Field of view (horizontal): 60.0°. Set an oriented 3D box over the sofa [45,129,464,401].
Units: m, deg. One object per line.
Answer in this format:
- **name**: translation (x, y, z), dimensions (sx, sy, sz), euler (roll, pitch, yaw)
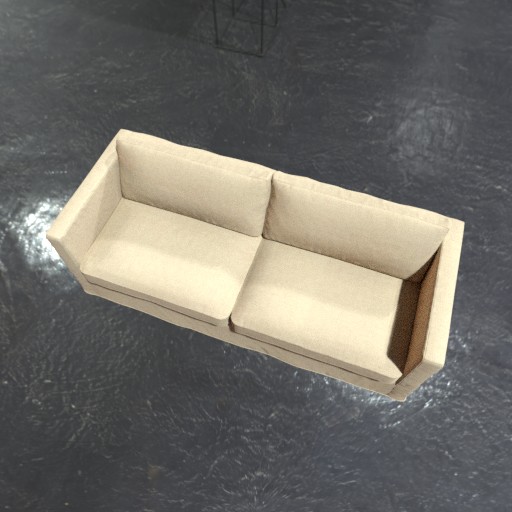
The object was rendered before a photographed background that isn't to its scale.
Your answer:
- **sofa**: translation (0.000, 0.000, 2.817), dimensions (2.312, 0.853, 0.962), euler (17, 61, 10)
